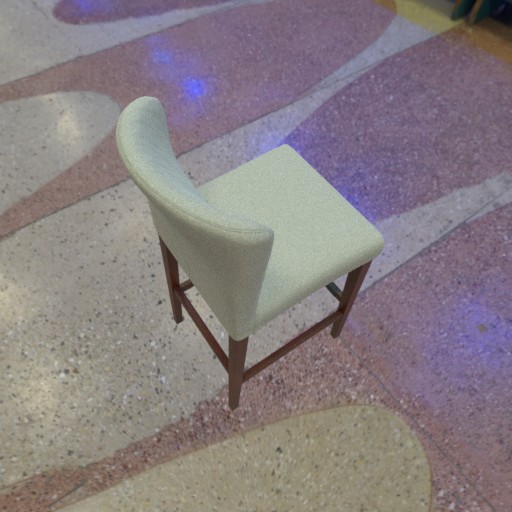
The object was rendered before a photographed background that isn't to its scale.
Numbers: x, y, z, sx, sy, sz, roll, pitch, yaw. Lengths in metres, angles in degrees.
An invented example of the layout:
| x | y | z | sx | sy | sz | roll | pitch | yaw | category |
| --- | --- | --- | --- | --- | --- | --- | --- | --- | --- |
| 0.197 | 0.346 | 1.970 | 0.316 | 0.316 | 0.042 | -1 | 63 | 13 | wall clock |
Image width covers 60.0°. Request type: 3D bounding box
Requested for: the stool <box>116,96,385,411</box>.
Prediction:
| x | y | z | sx | sy | sz | roll | pitch | yaw | category |
| --- | --- | --- | --- | --- | --- | --- | --- | --- | --- |
| 0.000 | 0.000 | 1.349 | 0.568 | 1.069 | 0.479 | -30 | 62 | -18 | stool |
